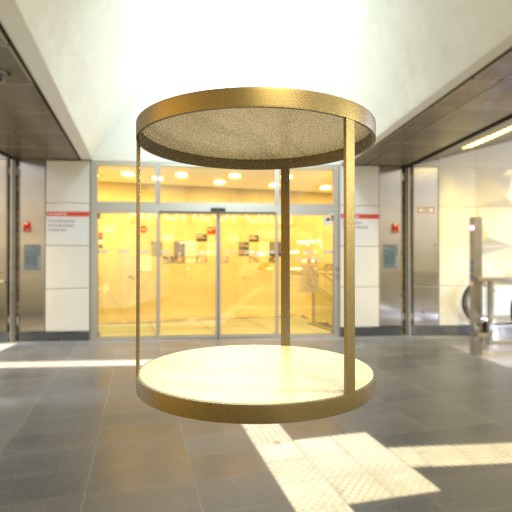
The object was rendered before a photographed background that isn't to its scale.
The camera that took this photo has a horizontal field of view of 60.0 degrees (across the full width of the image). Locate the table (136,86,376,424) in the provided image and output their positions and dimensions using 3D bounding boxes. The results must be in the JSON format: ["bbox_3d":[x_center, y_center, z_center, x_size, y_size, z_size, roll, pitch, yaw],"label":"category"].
[{"bbox_3d":[0.000,0.000,0.850,0.445,0.479,0.445,0,0,0],"label":"table"}]
